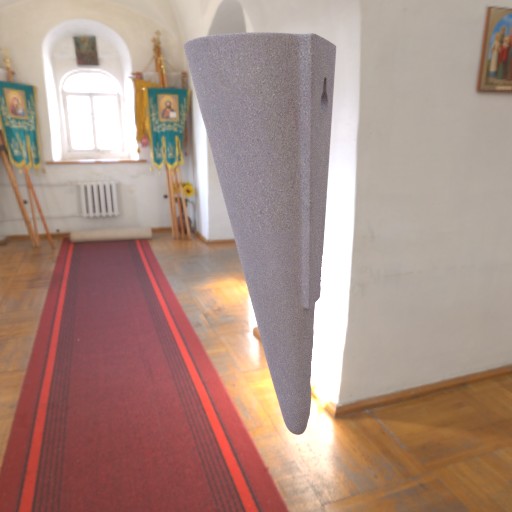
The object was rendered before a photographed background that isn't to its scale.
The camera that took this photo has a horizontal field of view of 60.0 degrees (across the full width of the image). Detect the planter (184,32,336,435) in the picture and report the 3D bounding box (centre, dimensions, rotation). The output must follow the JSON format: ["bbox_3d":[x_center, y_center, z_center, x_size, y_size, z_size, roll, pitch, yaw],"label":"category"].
[{"bbox_3d":[0.000,0.000,0.298,0.087,0.259,0.078,8,18,24],"label":"planter"}]
